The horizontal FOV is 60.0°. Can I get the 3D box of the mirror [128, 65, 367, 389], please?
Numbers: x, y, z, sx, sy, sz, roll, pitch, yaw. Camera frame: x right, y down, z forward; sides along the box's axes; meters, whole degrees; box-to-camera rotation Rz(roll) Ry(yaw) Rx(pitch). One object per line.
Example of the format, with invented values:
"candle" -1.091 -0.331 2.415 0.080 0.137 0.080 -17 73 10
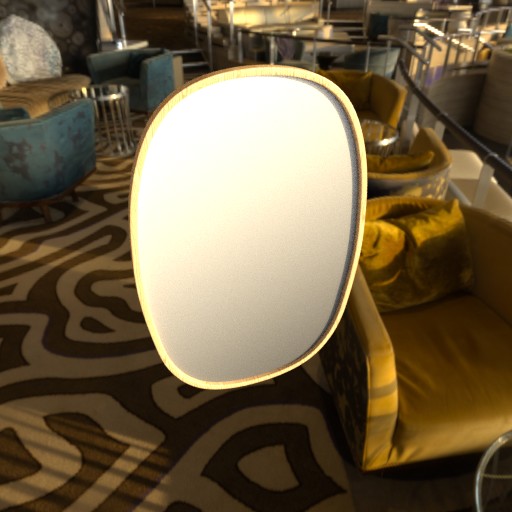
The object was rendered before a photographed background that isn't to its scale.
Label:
"mirror" 0.000 0.000 1.348 0.724 1.075 0.037 -11 34 -17
